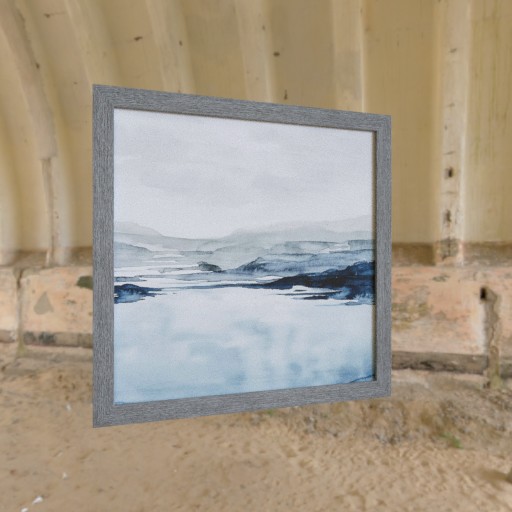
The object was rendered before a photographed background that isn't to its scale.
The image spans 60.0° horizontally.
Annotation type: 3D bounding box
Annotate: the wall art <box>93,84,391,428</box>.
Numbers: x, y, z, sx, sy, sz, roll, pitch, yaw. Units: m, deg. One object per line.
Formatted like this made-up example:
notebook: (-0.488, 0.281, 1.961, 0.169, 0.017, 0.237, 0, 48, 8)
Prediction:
wall art: (0.000, 0.000, 0.991, 0.685, 0.685, 0.020, 0, 0, -17)
